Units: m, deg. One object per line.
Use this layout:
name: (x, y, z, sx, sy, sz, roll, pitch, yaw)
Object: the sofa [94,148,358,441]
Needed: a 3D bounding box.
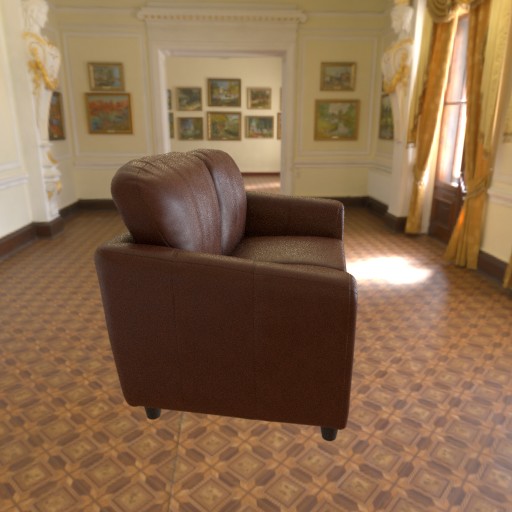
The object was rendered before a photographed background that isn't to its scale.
sofa: (0.000, 0.000, 1.958, 0.805, 0.906, 1.406, 3, 17, 9)
